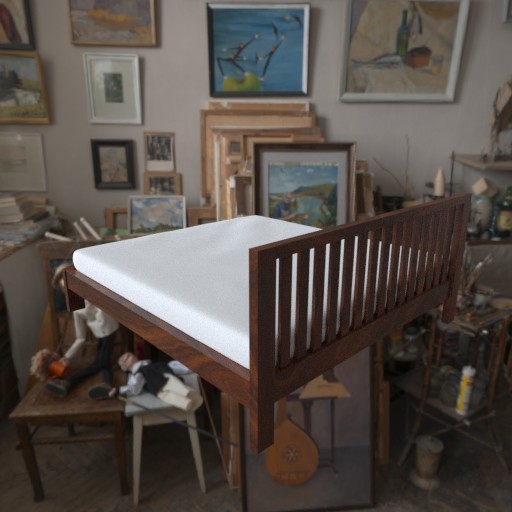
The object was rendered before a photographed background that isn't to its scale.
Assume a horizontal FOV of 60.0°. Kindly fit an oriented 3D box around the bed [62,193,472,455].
[{"bbox_3d":[0.000,0.000,3.059,1.905,0.890,2.030,-16,23,-41],"label":"bed"}]
